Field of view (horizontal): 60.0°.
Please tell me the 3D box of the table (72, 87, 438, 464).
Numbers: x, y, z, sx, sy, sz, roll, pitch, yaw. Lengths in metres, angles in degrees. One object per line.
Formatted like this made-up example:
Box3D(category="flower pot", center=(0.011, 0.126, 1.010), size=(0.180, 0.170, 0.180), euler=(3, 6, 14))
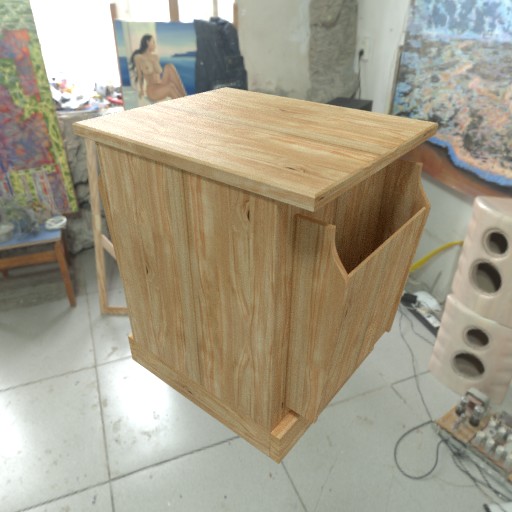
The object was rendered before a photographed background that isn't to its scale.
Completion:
Box3D(category="table", center=(0.000, 0.000, 0.864), size=(0.530, 0.515, 0.380), euler=(23, 38, 32))
